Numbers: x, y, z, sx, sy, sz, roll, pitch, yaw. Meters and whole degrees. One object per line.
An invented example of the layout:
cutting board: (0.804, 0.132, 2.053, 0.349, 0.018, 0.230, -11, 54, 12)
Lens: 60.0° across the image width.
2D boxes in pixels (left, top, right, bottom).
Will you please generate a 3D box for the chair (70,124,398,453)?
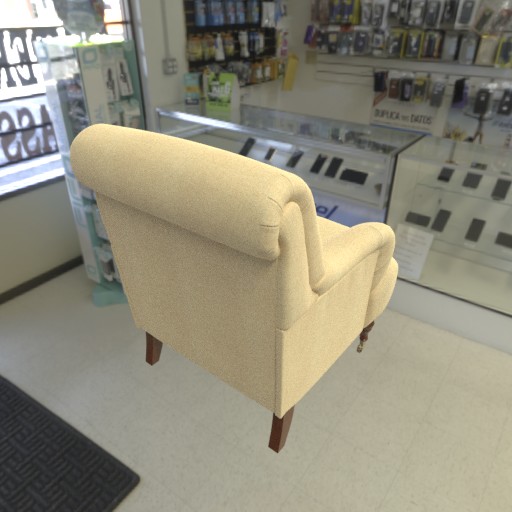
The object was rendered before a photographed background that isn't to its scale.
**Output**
chair: (0.000, 0.000, 1.537, 0.766, 0.944, 0.842, 22, 37, 33)
